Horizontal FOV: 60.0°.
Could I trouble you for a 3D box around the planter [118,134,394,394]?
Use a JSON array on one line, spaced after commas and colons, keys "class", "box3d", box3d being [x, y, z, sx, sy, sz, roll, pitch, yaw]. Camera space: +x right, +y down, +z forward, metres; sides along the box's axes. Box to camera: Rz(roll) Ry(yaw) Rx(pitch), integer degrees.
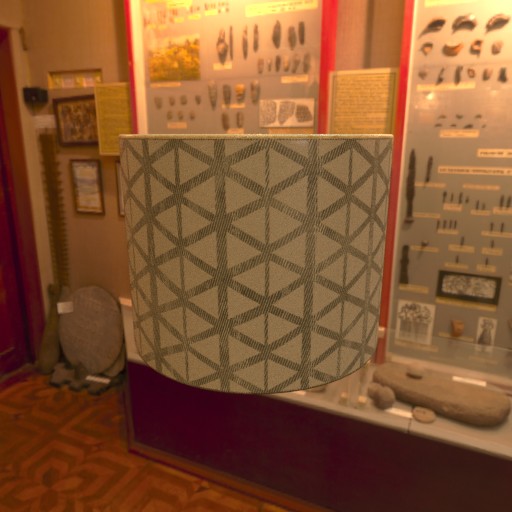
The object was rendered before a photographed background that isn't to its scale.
[{"class": "planter", "box3d": [0.000, 0.000, 0.343, 0.190, 0.181, 0.190, 0, 15, 0]}]
